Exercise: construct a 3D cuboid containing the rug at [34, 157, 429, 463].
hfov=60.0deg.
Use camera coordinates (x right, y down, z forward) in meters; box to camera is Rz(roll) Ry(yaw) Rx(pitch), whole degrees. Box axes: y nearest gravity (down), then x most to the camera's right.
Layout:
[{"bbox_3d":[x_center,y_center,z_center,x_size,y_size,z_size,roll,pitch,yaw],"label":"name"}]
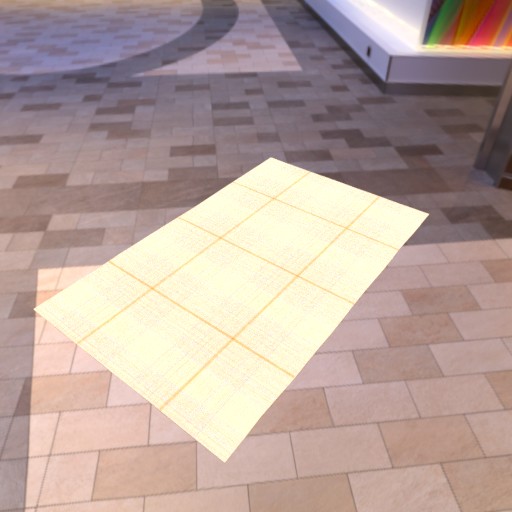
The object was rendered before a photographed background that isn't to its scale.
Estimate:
[{"bbox_3d":[0.000,0.000,3.068,1.527,0.016,2.442,26,47,28],"label":"rug"}]
